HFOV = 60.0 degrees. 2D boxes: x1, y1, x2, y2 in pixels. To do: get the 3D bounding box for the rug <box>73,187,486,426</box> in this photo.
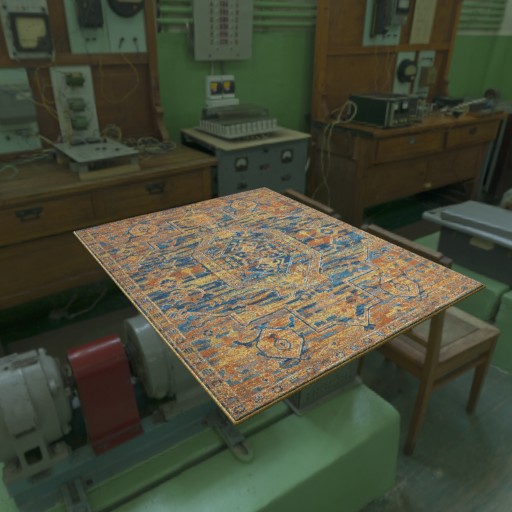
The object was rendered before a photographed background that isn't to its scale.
[{"bbox_3d":[0.000,0.000,4.068,2.435,0.031,3.040,-18,33,-31],"label":"rug"}]
